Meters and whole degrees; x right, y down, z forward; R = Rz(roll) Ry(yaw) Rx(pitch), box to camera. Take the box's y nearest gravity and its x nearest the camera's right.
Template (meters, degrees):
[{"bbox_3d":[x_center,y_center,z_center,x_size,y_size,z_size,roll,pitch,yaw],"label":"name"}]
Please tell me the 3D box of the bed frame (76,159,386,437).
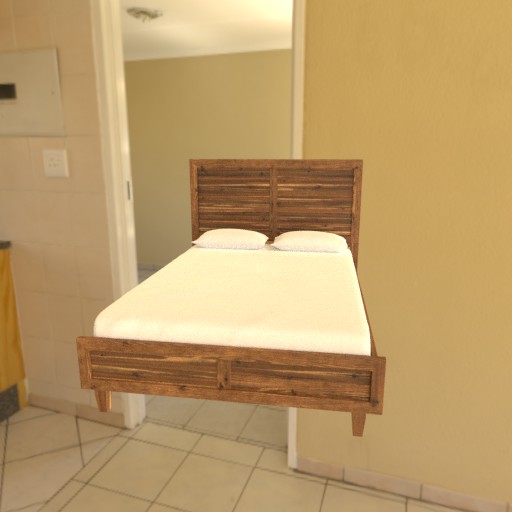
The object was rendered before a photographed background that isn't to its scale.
[{"bbox_3d":[0.000,0.000,3.408,1.696,1.417,2.276,2,13,9],"label":"bed frame"}]
